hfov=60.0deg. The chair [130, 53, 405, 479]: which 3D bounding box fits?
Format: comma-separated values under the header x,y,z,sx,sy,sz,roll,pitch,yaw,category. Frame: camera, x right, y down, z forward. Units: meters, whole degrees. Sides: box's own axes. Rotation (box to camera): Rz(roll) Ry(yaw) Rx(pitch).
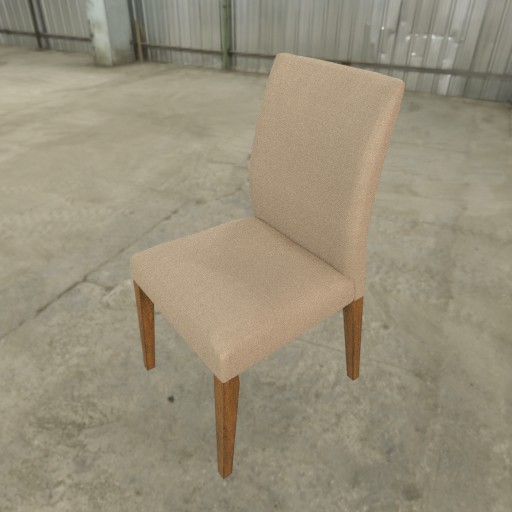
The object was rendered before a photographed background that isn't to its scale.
x,y,z,sx,sy,sz,roll,pitch,yaw,category
0.000,0.000,1.233,0.585,0.940,0.496,-23,40,-30,chair
